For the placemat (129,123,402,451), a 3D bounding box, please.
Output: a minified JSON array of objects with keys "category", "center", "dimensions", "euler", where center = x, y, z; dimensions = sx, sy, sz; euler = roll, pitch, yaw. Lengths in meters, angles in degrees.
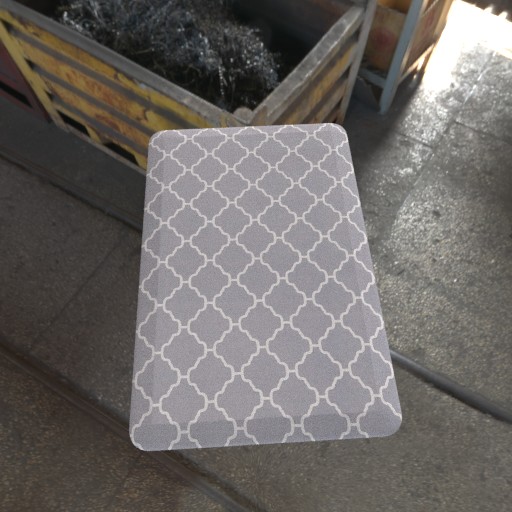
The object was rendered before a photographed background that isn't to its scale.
[{"category":"placemat","center":[0.000,0.000,0.974],"dimensions":[0.508,0.021,0.762],"euler":[-3,63,-1]}]
